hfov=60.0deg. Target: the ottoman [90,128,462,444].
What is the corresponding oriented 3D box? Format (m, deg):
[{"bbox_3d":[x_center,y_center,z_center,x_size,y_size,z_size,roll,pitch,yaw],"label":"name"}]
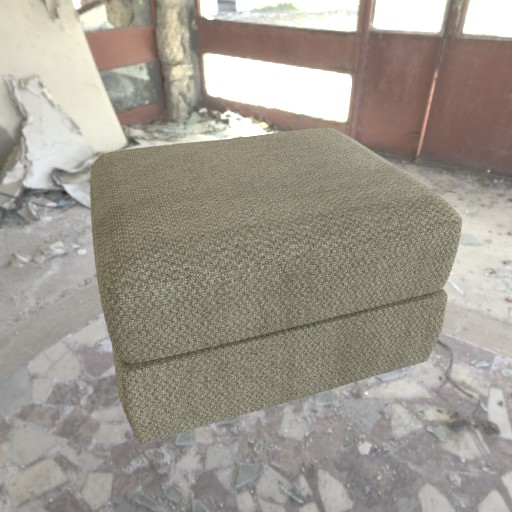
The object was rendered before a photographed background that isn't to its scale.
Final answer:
[{"bbox_3d":[0.000,0.000,1.117,0.751,0.476,0.603,-11,35,-16],"label":"ottoman"}]
